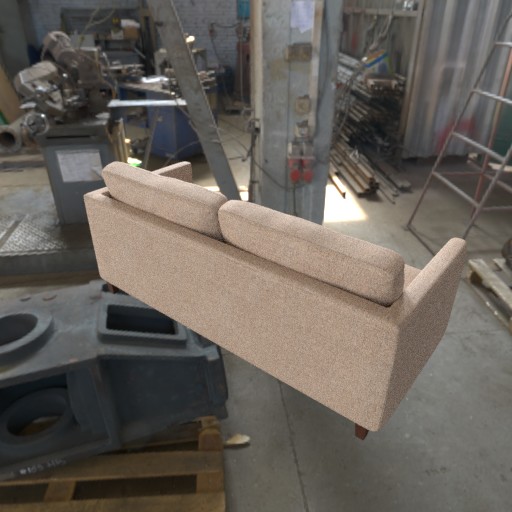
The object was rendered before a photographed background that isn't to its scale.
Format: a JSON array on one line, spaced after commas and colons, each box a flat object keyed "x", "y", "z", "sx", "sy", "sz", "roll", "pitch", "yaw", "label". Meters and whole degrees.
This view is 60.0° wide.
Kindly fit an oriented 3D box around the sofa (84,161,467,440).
[{"x": 0.000, "y": 0.000, "z": 2.766, "sx": 2.208, "sy": 0.965, "sz": 0.951, "roll": 22, "pitch": 36, "yaw": 33, "label": "sofa"}]
